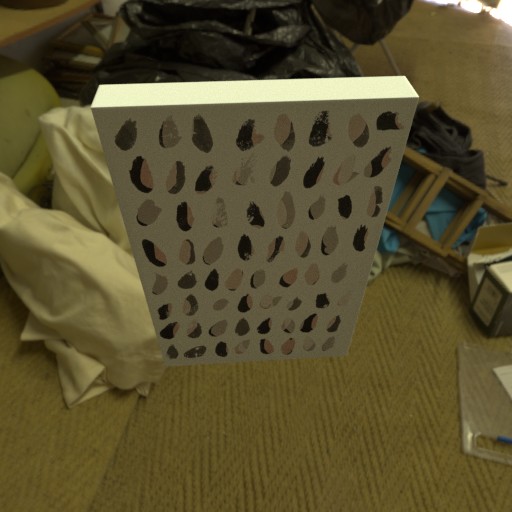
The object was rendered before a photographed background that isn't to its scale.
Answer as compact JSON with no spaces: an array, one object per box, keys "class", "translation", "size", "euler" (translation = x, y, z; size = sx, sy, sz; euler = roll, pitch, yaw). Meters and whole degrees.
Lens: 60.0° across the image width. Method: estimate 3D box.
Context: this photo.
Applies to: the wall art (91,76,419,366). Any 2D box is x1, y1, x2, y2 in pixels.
[{"class":"wall art","translation":[0.000,0.000,0.491],"size":[0.252,0.381,0.039],"euler":[-3,46,-3]}]
